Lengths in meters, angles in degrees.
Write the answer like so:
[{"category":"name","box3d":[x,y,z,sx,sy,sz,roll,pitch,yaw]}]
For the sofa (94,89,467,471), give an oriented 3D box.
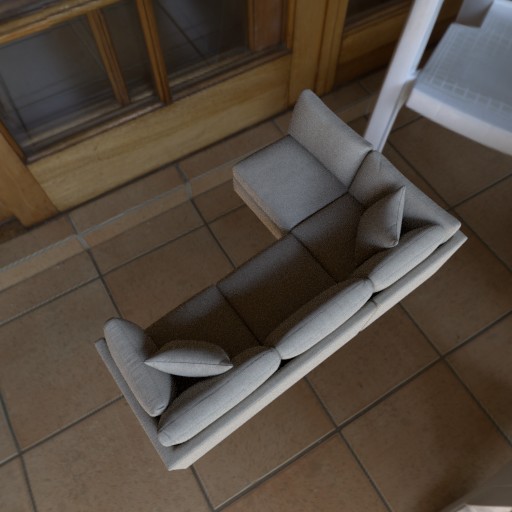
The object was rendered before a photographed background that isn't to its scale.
[{"category":"sofa","box3d":[0.000,0.000,3.790,2.896,0.978,1.994,-34,68,-16]}]
